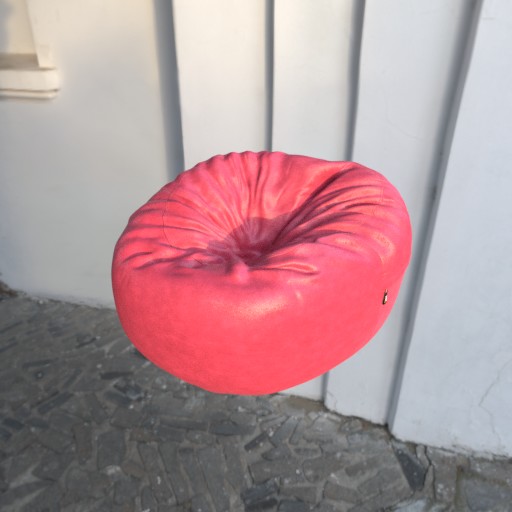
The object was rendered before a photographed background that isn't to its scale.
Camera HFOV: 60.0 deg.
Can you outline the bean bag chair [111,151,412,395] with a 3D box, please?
[{"bbox_3d":[0.000,0.000,2.449,1.524,0.878,1.524,18,33,29],"label":"bean bag chair"}]
